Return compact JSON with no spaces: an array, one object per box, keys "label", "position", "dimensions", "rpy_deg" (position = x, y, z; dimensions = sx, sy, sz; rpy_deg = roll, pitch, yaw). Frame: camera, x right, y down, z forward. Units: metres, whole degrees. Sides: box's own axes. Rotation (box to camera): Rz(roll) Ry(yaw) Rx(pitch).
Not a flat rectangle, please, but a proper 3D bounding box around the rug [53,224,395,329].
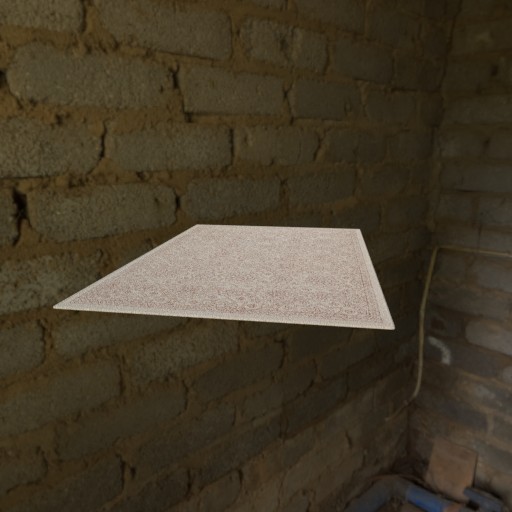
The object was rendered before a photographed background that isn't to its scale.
[{"label":"rug","position":[0.000,0.000,2.410],"dimensions":[1.219,0.010,1.829],"rpy_deg":[2,14,9]}]
